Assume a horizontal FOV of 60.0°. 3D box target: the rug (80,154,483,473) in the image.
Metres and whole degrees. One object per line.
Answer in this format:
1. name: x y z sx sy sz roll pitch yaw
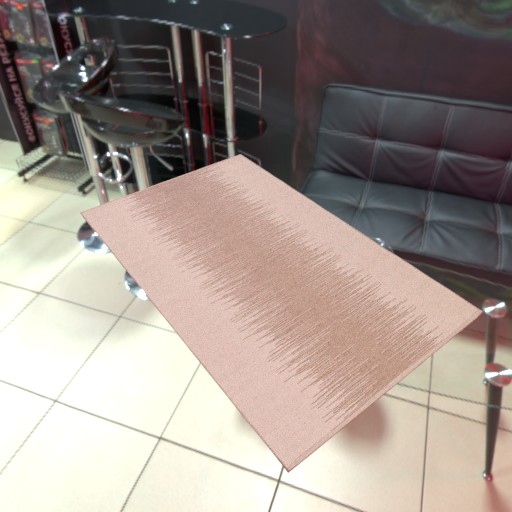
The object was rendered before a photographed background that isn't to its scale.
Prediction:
1. rug: 0.000 0.000 2.998 1.522 0.012 2.440 -27 48 -27
